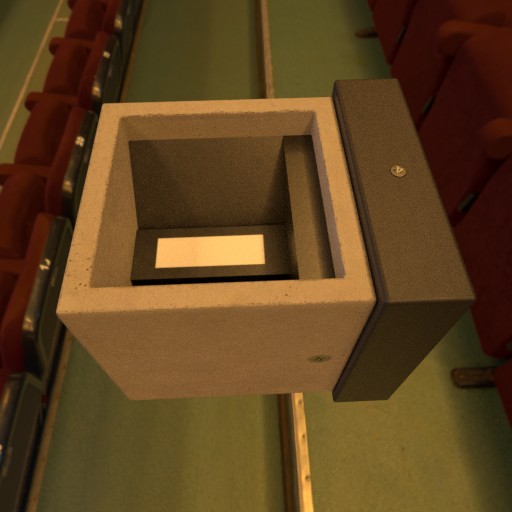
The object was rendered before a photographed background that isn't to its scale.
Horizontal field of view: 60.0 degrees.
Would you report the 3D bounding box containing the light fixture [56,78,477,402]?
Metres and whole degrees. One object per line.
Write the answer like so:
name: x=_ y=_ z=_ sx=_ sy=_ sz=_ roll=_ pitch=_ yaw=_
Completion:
light fixture: x=0.000 y=0.000 z=0.228 sx=0.143 sy=0.121 sz=0.121 roll=-2 pitch=57 yaw=-1
